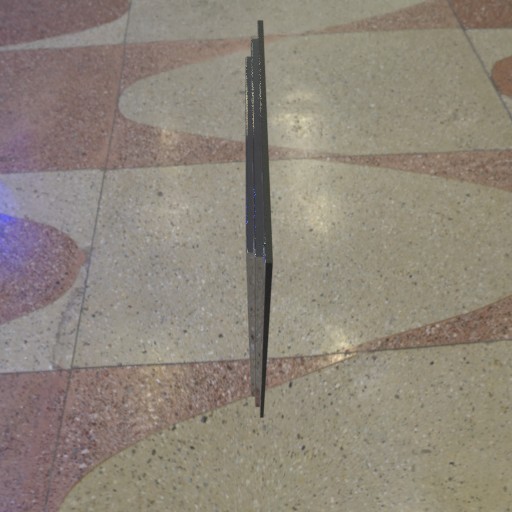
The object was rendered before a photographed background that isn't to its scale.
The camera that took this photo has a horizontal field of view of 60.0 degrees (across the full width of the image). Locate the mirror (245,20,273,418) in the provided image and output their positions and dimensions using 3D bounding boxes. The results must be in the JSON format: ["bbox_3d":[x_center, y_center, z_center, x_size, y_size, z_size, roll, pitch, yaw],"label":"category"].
[{"bbox_3d":[0.000,0.000,1.166,0.039,0.914,0.613,-1,57,0],"label":"mirror"}]
